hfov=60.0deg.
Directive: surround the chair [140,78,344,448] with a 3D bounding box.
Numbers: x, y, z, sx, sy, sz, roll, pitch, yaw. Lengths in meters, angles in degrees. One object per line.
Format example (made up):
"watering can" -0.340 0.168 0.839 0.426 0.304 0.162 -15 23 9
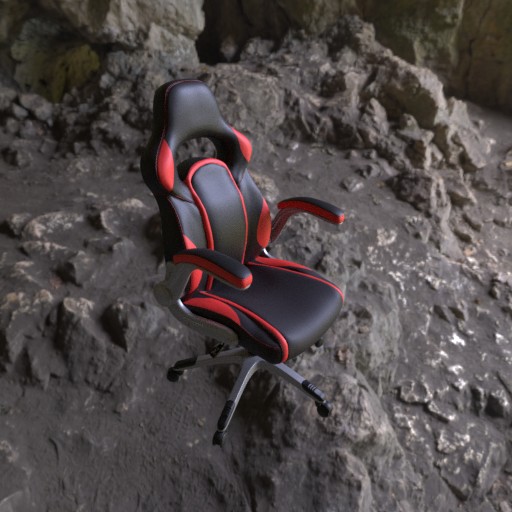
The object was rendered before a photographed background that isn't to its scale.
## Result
"chair" 0.000 0.000 1.613 0.712 1.165 0.758 19 33 32
